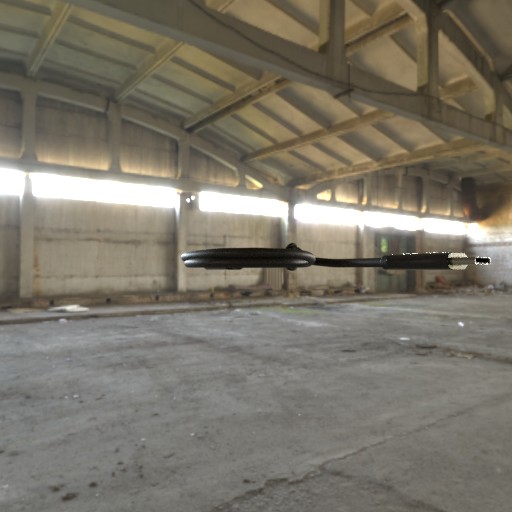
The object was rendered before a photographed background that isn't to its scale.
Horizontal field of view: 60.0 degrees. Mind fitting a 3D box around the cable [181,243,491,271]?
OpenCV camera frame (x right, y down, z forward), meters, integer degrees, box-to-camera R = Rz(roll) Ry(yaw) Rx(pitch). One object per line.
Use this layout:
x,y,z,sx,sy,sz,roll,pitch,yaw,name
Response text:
0.000,0.000,0.209,0.070,0.014,0.186,1,-2,-37,cable
